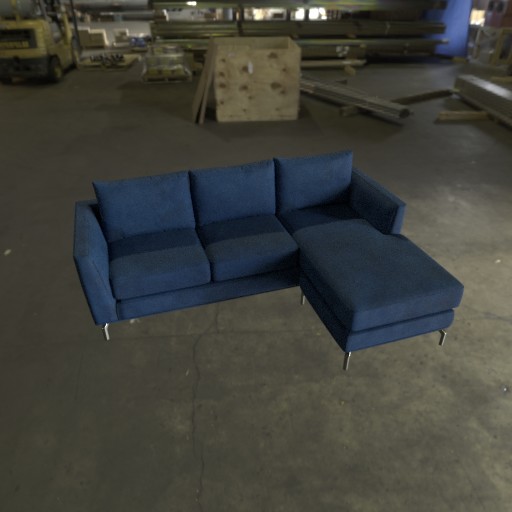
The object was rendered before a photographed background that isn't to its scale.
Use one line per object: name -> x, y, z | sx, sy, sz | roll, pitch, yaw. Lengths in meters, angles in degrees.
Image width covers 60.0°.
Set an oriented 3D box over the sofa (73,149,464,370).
sofa -> 0.000, 0.000, 3.250 | 2.438, 0.987, 1.622 | -10, 34, -15
